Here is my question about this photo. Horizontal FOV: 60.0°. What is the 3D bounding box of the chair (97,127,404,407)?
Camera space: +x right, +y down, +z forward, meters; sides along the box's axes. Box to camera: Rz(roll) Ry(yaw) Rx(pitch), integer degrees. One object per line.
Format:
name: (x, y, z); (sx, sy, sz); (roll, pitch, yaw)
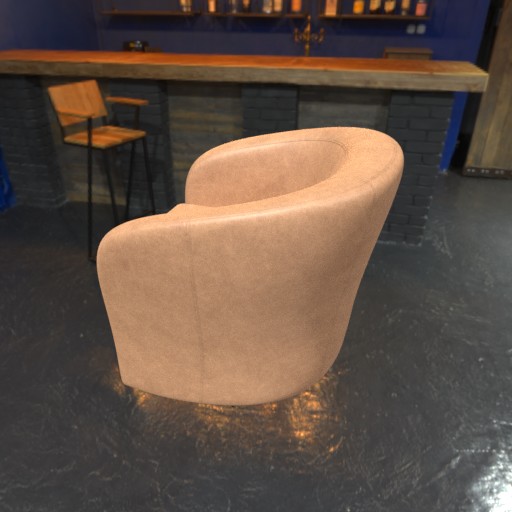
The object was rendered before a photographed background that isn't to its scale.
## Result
chair: (0.000, 0.000, 1.447); (0.815, 0.771, 0.791); (7, 31, 13)
